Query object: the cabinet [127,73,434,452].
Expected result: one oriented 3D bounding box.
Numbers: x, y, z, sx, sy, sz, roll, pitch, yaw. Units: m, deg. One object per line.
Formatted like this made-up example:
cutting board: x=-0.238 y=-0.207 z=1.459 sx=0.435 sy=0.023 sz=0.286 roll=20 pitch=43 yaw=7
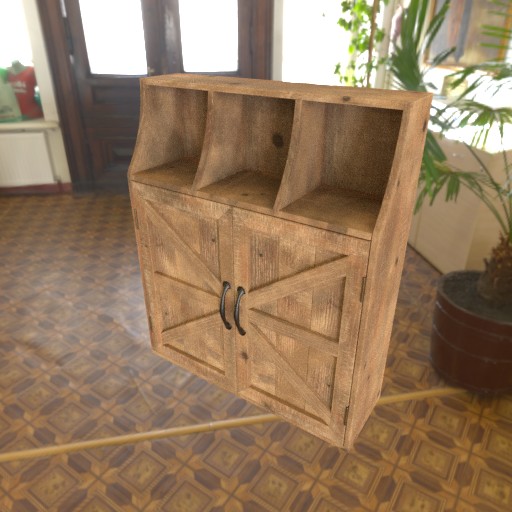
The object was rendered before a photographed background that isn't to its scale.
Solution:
cabinet: x=0.000 y=0.000 z=0.824 sx=0.489 sy=0.590 sz=0.184 roll=17 pitch=33 yaw=29
